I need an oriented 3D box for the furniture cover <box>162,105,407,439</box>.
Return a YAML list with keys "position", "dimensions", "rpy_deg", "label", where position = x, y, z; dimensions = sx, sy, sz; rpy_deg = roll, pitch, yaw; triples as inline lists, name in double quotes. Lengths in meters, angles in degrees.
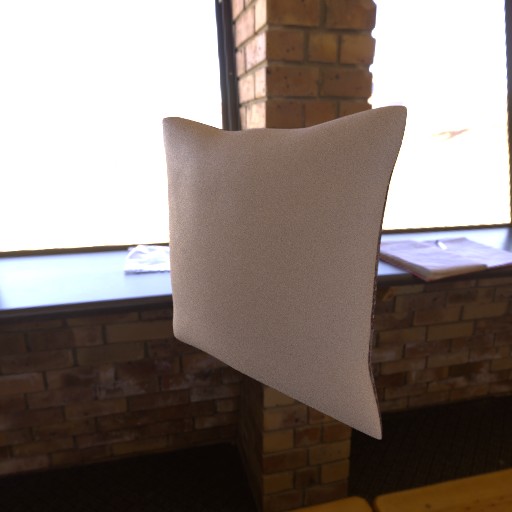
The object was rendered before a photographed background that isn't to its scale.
- position: [0.000, 0.000, 0.823]
  dimensions: [0.552, 0.509, 0.193]
  rpy_deg: [14, 21, 42]
  label: "furniture cover"
